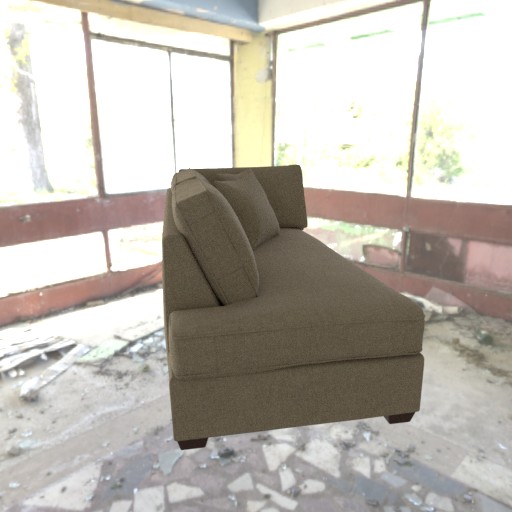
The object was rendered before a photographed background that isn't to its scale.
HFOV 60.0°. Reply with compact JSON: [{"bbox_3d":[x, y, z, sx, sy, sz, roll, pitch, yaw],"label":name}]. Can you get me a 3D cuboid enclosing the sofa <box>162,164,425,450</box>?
[{"bbox_3d":[0.000,0.000,2.748,1.110,1.019,2.238,-3,15,-10],"label":"sofa"}]
